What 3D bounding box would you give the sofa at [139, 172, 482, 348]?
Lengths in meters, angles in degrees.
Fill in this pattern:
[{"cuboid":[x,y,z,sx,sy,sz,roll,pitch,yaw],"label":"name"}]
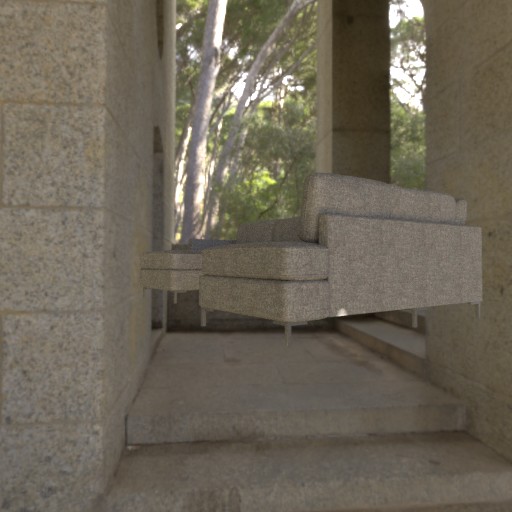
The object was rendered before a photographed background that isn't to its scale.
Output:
[{"cuboid":[0.000,0.000,4.297,2.048,0.999,3.423,0,-1,-36],"label":"sofa"}]
